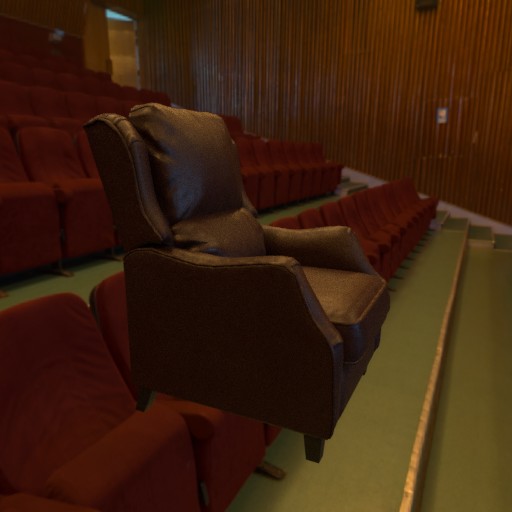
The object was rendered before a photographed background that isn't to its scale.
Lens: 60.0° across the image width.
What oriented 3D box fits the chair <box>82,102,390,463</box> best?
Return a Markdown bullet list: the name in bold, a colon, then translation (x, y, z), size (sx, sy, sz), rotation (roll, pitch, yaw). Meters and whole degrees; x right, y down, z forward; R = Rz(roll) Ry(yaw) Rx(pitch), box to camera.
- **chair**: translation (0.000, 0.000, 1.738), size (0.982, 1.132, 0.770), rotation (6, 14, 25)
